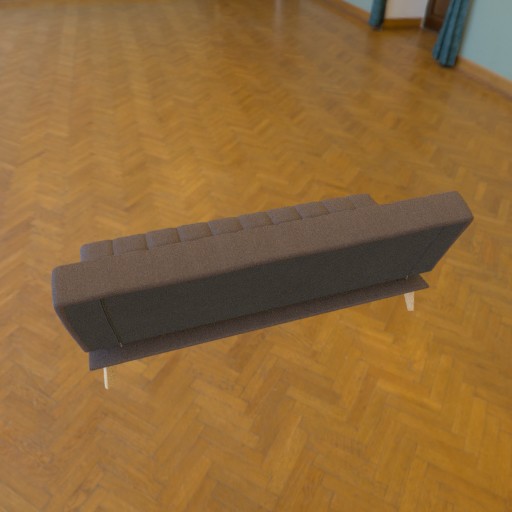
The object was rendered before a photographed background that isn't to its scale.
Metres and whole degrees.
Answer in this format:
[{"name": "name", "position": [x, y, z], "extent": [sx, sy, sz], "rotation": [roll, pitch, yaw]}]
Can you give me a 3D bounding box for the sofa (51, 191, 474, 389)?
[{"name": "sofa", "position": [0.000, 0.000, 2.305], "extent": [1.800, 0.810, 0.860], "rotation": [-12, 42, -13]}]
